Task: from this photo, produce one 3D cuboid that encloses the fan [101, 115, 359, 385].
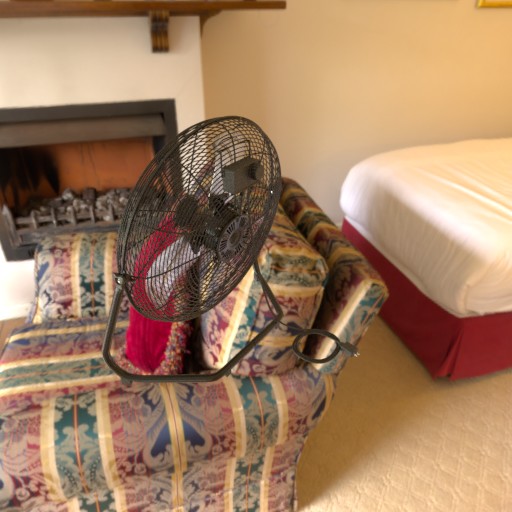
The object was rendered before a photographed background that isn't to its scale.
[{"bbox_3d":[0.000,0.000,0.938,0.424,0.546,0.555,21,38,30],"label":"fan"}]
